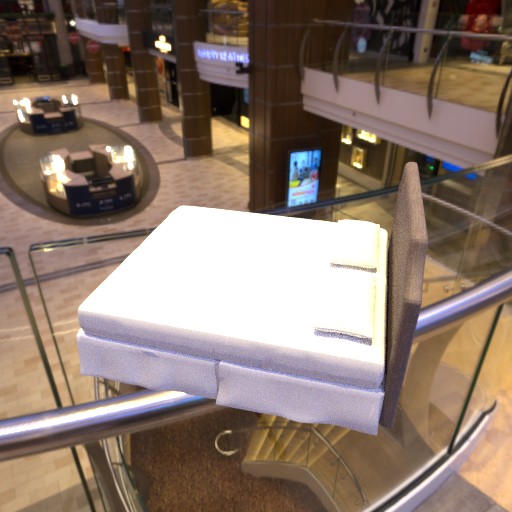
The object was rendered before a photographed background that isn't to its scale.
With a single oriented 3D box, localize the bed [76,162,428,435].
[{"bbox_3d":[0.000,0.000,4.280,2.773,1.590,2.350,8,32,13],"label":"bed"}]
